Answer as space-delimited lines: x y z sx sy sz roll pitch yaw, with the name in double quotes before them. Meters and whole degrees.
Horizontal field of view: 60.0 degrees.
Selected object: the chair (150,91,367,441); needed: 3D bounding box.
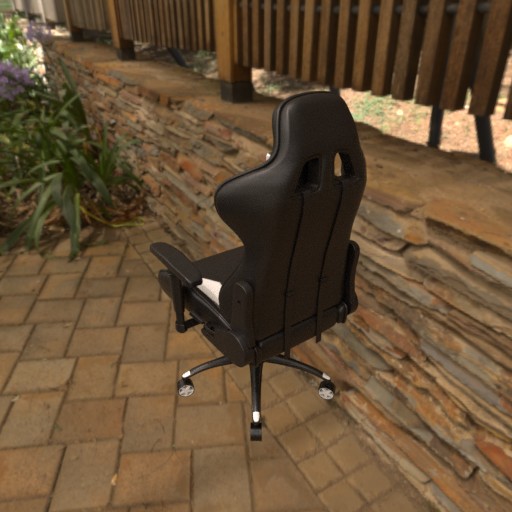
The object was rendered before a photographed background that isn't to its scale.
"chair" 0.000 0.000 1.729 0.730 1.285 0.695 -19 35 -30
